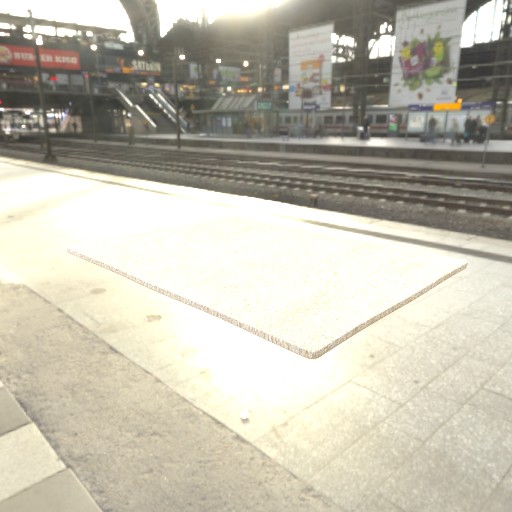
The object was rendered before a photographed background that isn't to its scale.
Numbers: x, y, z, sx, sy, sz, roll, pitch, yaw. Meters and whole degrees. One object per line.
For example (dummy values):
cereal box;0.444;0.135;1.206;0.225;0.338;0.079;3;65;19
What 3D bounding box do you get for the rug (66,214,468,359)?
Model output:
rug;0.000;0.000;2.171;1.600;0.027;1.200;15;23;42
